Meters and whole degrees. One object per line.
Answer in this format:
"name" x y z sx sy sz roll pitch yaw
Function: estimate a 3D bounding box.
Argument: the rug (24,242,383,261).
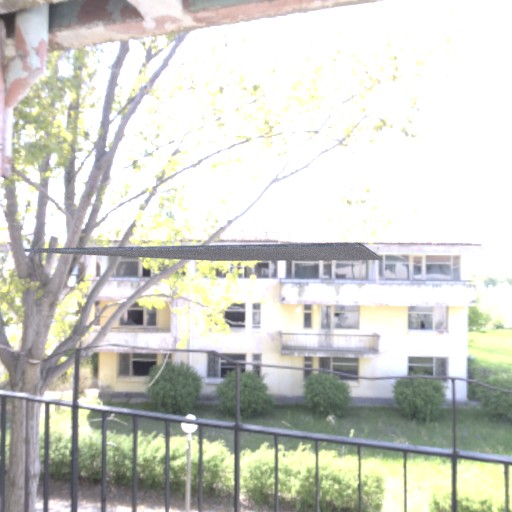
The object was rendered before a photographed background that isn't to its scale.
"rug" 0.000 0.000 2.306 1.208 0.012 1.819 -1 -2 18
